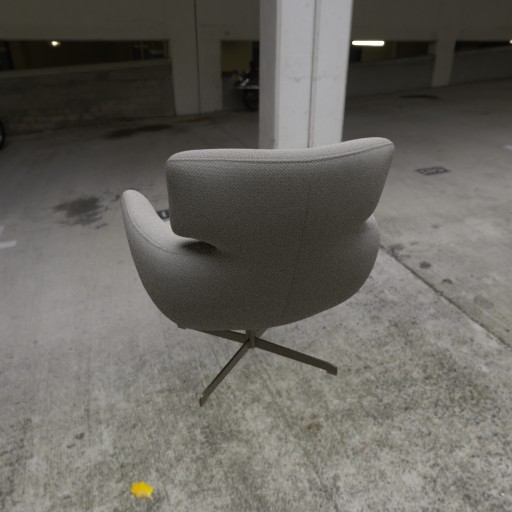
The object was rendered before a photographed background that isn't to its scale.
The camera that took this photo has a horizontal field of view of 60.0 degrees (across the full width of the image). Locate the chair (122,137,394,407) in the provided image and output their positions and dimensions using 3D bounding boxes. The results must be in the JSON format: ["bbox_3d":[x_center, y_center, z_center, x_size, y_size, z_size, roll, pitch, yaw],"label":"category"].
[{"bbox_3d":[0.000,0.000,1.386,0.760,0.810,0.730,-8,27,-16],"label":"chair"}]
